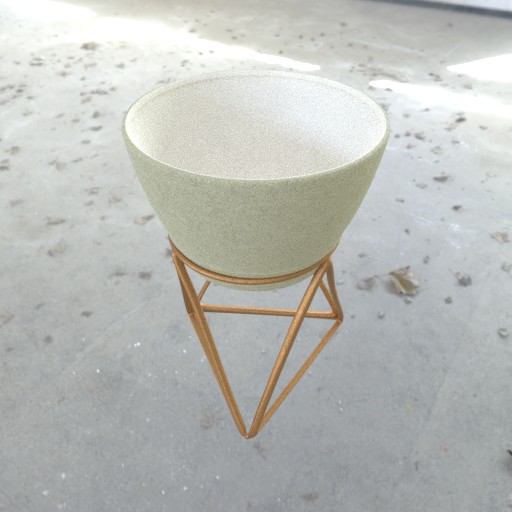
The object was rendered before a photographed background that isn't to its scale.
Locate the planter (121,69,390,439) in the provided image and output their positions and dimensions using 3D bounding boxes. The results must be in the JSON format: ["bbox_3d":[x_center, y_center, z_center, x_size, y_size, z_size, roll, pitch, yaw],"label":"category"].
[{"bbox_3d":[0.000,0.000,0.754,0.350,0.504,0.350,25,47,26],"label":"planter"}]
